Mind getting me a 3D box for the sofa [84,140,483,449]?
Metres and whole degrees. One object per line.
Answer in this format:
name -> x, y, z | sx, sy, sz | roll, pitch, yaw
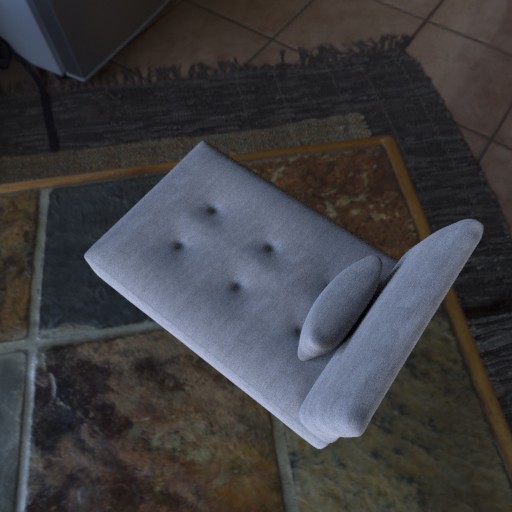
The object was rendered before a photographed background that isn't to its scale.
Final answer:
sofa -> 0.000, 0.000, 1.990 | 1.450, 0.820, 0.930 | 34, 69, 16
